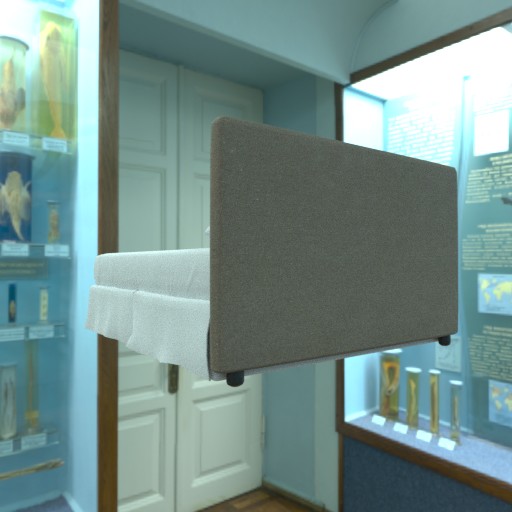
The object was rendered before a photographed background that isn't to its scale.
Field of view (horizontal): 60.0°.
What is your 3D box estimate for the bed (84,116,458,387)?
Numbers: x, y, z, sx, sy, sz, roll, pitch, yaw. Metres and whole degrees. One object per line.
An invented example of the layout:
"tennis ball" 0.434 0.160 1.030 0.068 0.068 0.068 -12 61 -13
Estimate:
"bed" 0.000 0.000 3.603 2.119 1.317 2.341 1 -1 -35
